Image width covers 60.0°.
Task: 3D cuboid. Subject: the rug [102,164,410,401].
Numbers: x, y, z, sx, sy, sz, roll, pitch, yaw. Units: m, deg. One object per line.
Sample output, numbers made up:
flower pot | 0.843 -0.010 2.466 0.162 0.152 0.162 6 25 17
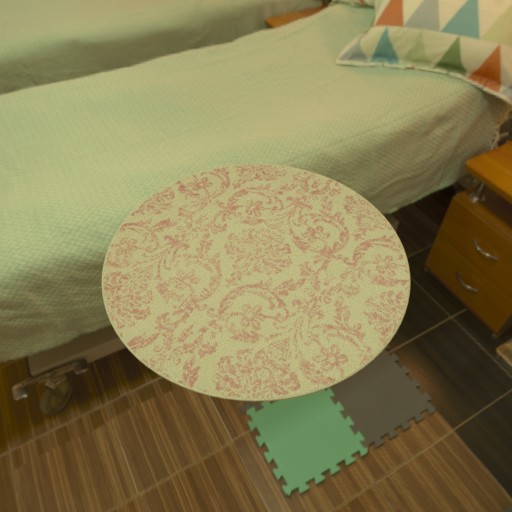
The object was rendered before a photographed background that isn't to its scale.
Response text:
rug | 0.000 0.000 2.346 1.593 0.012 1.593 0 48 0
